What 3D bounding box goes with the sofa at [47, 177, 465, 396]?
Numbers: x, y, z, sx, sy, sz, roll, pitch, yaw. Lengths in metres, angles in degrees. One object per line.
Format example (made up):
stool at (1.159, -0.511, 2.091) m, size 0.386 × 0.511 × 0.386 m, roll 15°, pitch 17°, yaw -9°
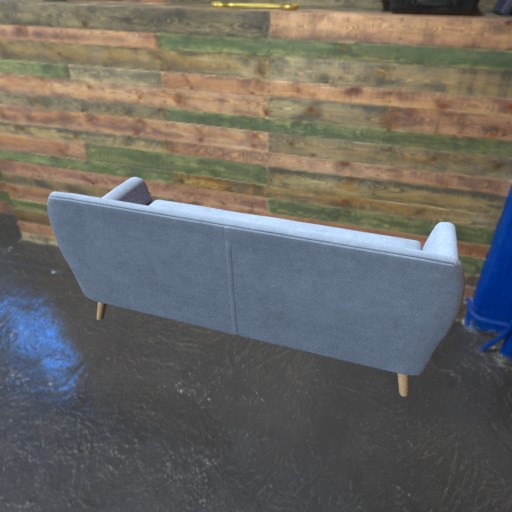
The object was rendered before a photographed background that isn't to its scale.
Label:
sofa at (0.000, 0.000, 2.376) m, size 1.970 × 0.830 × 0.830 m, roll 10°, pitch 34°, yaw 16°
